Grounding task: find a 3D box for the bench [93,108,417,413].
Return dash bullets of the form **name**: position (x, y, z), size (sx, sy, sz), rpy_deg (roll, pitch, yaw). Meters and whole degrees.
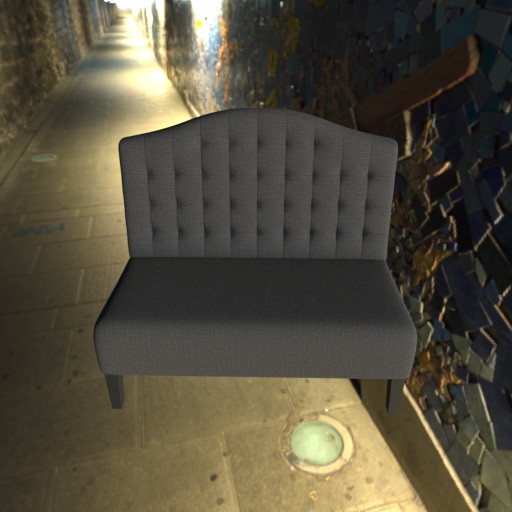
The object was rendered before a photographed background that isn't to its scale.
- **bench**: position (0.000, 0.000, 2.051), size (1.335, 1.180, 0.815), rpy_deg (1, 30, 1)
